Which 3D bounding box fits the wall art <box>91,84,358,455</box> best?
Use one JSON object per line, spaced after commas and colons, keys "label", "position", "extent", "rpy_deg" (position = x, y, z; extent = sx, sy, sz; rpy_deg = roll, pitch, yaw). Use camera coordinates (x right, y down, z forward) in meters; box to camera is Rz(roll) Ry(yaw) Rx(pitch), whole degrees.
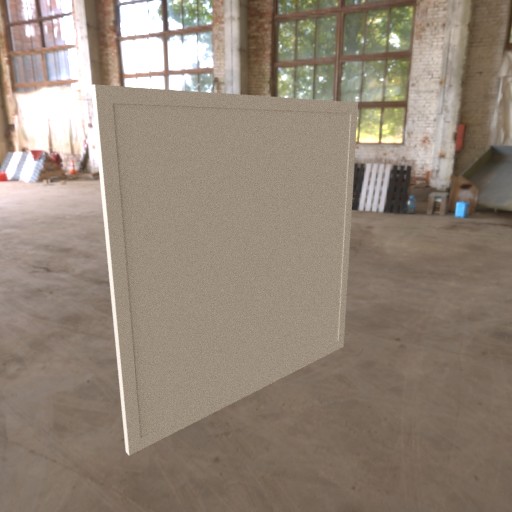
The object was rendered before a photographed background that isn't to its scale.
{"label": "wall art", "position": [0.000, 0.000, 0.969], "extent": [0.660, 0.660, 0.015], "rpy_deg": [-14, 21, -40]}
